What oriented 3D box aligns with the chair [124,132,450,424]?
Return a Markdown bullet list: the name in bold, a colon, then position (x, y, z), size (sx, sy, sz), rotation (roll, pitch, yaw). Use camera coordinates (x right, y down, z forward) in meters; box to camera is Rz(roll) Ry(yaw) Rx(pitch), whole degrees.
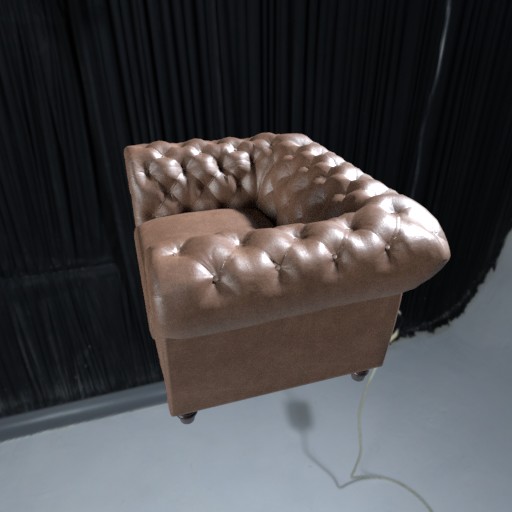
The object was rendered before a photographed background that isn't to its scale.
- **chair**: position (0.000, 0.000, 1.867), size (0.954, 0.784, 1.298), rotation (-9, 30, -15)
